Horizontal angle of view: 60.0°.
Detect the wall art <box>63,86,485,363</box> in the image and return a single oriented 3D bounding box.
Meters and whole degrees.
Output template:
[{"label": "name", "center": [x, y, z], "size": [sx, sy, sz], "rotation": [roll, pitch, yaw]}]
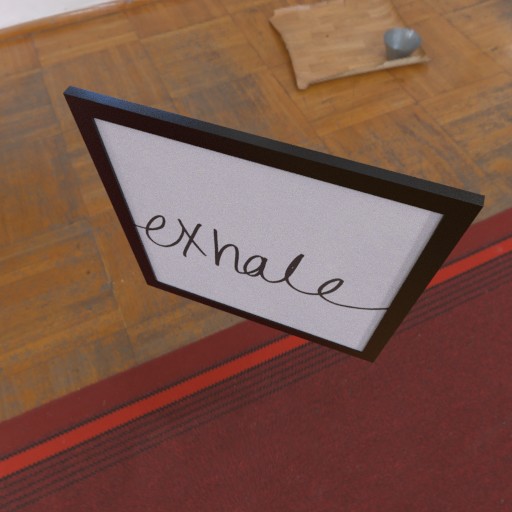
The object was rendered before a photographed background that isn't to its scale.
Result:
[{"label": "wall art", "center": [0.000, 0.000, 0.635], "size": [0.446, 0.445, 0.014], "rotation": [18, 60, 11]}]
